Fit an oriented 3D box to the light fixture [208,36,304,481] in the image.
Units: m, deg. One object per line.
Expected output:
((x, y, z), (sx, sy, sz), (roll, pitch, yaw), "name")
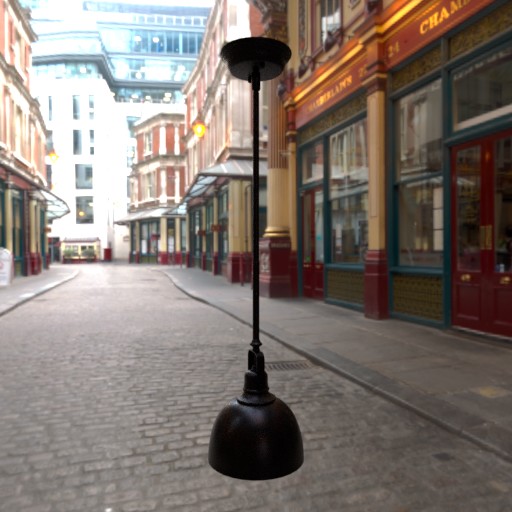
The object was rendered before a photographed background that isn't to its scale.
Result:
((0.000, 0.000, 0.844), (0.182, 0.768, 0.182), (0, 0, -19), "light fixture")
